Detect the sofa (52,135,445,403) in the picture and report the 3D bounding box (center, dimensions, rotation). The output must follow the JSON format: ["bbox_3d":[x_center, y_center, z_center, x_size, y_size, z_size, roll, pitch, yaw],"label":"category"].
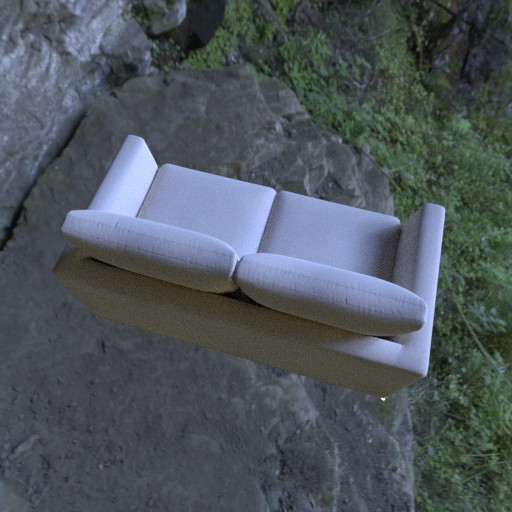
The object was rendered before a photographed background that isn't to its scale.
[{"bbox_3d":[0.000,0.000,2.318,1.739,0.995,0.906,14,64,7],"label":"sofa"}]
